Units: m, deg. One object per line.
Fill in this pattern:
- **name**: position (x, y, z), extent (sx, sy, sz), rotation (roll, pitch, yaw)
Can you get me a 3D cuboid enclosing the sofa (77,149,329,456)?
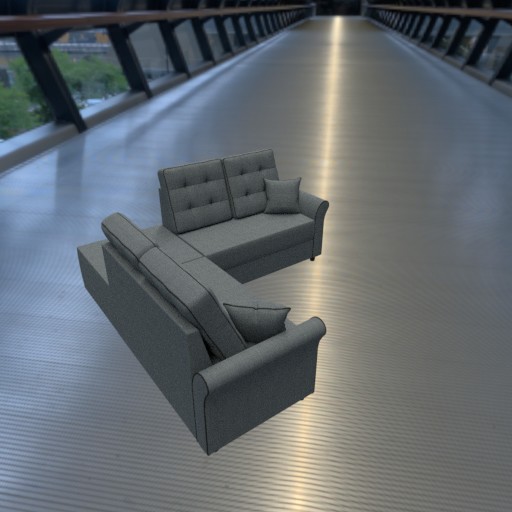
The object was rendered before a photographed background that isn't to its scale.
- **sofa**: position (0.000, 0.000, 3.334), extent (2.070, 0.988, 2.068), rotation (-19, 34, -31)
